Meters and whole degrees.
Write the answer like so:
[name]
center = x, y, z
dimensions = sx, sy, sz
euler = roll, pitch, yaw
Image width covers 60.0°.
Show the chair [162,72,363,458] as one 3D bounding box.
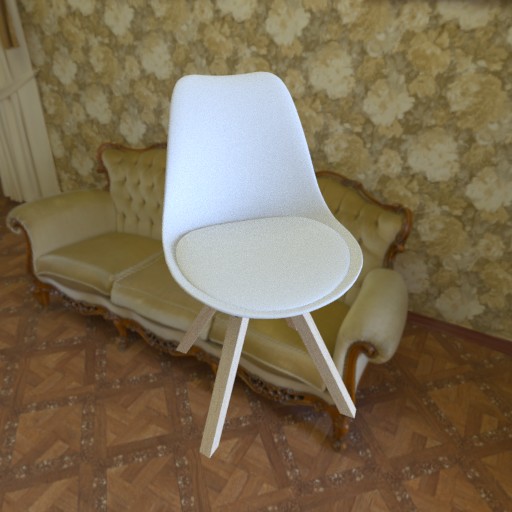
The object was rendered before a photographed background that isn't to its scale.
[chair]
center = 0.000, 0.000, 1.192
dimensions = 0.485, 0.850, 0.550
euler = -9, 31, -15
